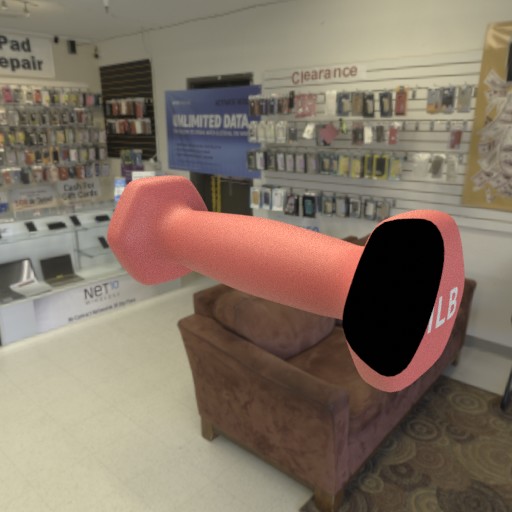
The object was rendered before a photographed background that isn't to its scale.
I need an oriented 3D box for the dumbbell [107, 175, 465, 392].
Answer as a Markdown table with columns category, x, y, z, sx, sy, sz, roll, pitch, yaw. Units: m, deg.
| category | x | y | z | sx | sy | sz | roll | pitch | yaw |
| --- | --- | --- | --- | --- | --- | --- | --- | --- | --- |
| dumbbell | 0.000 | 0.000 | 0.145 | 0.123 | 0.043 | 0.047 | 16 | 23 | 42 |
